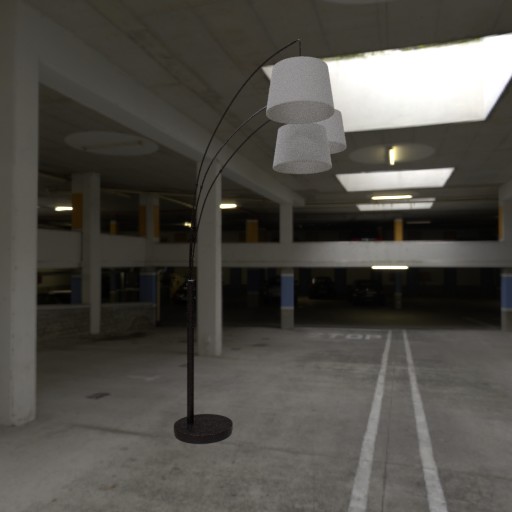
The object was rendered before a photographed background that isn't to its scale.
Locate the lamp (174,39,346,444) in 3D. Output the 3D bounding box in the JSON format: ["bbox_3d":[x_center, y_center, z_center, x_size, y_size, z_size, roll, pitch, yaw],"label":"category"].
[{"bbox_3d":[0.000,0.000,2.390,0.924,1.950,0.951,0,-1,17],"label":"lamp"}]
